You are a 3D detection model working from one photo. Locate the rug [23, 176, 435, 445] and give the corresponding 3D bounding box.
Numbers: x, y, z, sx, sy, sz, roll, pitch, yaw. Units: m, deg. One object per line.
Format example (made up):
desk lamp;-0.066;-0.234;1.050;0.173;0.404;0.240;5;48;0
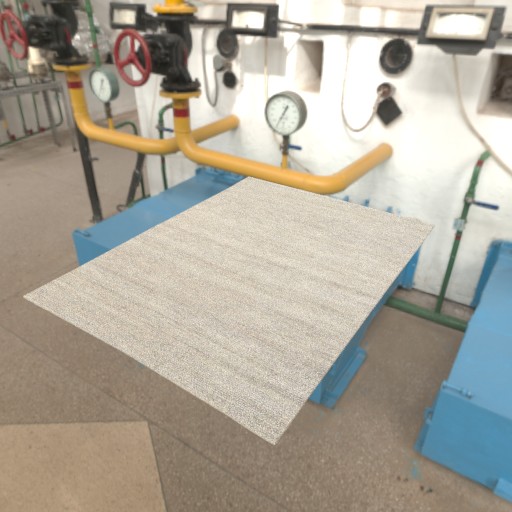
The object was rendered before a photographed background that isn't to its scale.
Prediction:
rug;0.000;0.000;4.710;2.757;0.051;3.626;20;37;29
